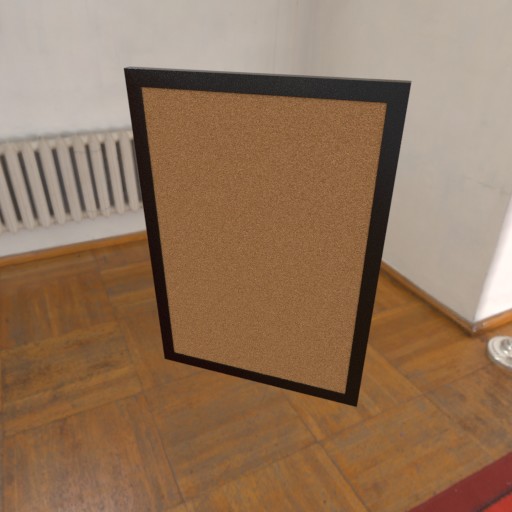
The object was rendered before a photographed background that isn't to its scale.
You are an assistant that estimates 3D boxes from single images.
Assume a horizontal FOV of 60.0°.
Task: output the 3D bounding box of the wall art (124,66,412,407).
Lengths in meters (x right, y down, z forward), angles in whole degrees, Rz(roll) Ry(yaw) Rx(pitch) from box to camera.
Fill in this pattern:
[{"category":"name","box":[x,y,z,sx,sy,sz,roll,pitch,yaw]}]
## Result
[{"category":"wall art","box":[0.000,0.000,0.562,0.304,0.432,0.013,10,32,16]}]
